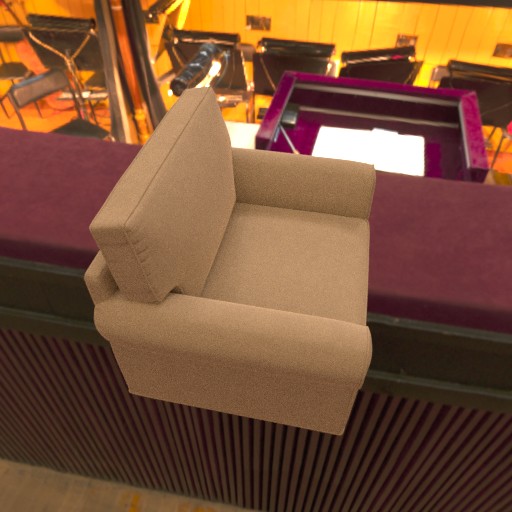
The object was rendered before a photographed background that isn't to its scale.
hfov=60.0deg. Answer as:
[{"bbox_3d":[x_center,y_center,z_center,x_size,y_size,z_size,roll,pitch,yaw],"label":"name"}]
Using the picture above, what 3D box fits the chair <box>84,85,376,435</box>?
[{"bbox_3d":[0.000,0.000,1.713,0.863,0.955,1.040,8,46,8],"label":"chair"}]
